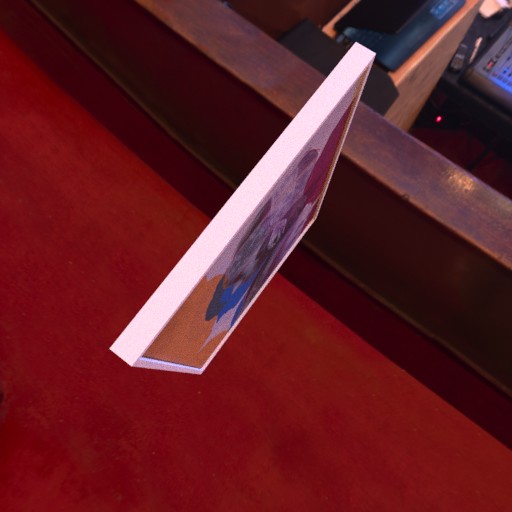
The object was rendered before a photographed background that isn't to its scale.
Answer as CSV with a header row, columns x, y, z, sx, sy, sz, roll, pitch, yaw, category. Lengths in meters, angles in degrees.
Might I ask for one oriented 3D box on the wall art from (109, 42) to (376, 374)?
x,y,z,sx,sy,sz,roll,pitch,yaw,category
0.000,0.000,0.740,0.030,0.549,0.443,35,77,9,wall art
